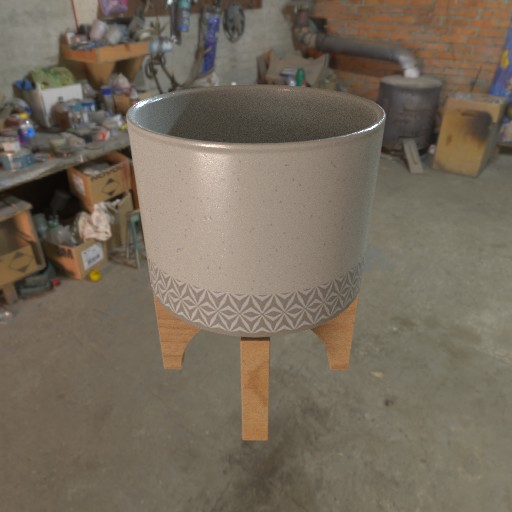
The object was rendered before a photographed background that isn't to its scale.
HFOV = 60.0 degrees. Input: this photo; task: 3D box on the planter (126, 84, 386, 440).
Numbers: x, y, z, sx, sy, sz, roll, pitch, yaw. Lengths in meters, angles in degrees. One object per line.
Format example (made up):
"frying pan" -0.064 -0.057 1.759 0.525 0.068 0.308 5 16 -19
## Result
"planter" 0.000 0.000 0.273 0.130 0.178 0.130 0 31 0
